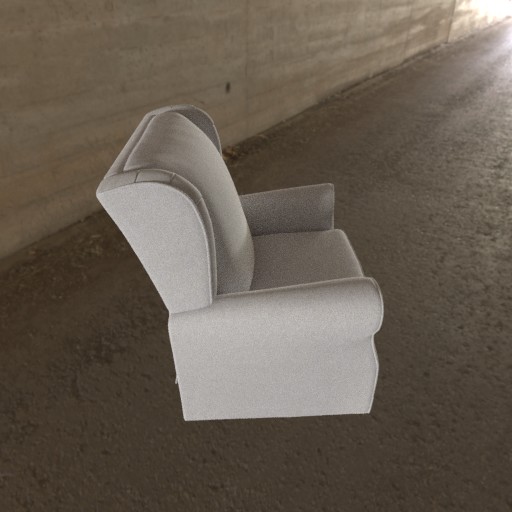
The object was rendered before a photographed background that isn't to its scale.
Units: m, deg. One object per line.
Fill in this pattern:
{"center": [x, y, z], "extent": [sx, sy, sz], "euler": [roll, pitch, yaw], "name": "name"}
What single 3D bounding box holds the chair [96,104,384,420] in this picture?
{"center": [0.000, 0.000, 1.699], "extent": [0.854, 0.967, 0.906], "euler": [-1, 32, -2], "name": "chair"}
